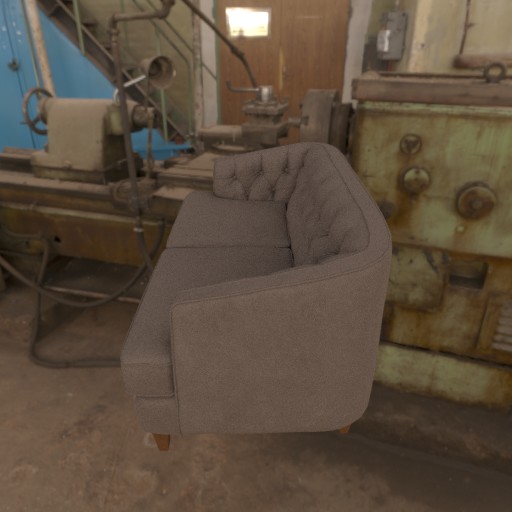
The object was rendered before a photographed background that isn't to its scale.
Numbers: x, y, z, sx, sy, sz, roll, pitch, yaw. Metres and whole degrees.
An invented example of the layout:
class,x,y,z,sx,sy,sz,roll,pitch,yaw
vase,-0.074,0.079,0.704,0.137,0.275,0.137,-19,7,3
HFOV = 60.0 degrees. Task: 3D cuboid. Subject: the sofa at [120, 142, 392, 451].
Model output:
class,x,y,z,sx,sy,sz,roll,pitch,yaw
sofa,0.000,0.000,2.225,0.941,0.855,1.733,0,27,0
